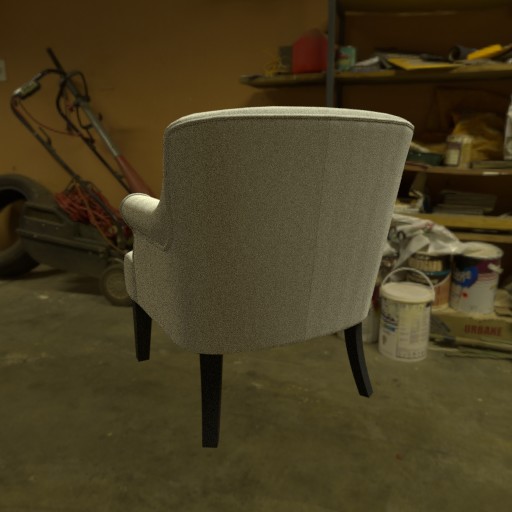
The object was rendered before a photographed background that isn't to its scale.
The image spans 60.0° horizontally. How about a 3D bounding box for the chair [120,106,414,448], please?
[{"bbox_3d":[0.000,0.000,1.442,0.781,0.875,0.750,-7,16,-26],"label":"chair"}]
